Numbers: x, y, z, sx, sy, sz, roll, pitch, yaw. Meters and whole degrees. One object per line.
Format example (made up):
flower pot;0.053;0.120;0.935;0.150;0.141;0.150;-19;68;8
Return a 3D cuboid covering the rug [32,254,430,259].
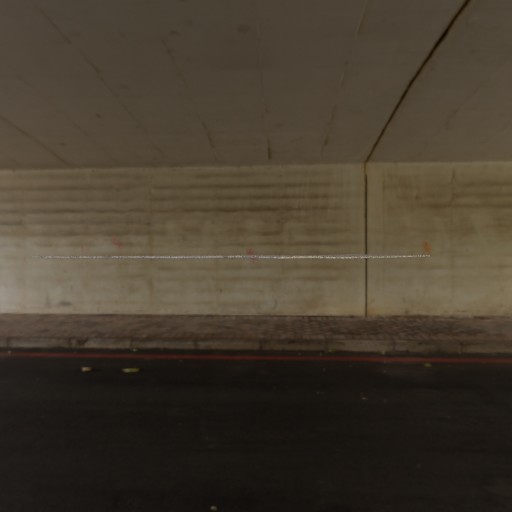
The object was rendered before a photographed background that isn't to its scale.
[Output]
rug;0.000;0.000;4.220;2.430;0.030;3.054;0;0;35
